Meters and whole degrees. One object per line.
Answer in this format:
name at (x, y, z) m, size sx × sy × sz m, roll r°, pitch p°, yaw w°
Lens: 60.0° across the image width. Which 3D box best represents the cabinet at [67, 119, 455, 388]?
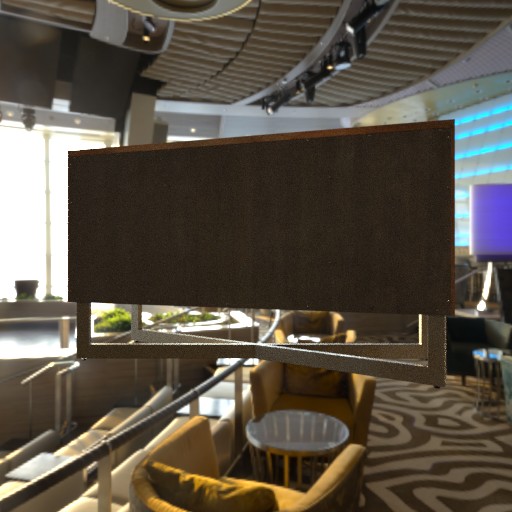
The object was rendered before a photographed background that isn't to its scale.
cabinet at (0.000, 0.000, 1.739) m, size 1.373 × 0.812 × 0.480 m, roll 0°, pitch 0°, yaw 17°
